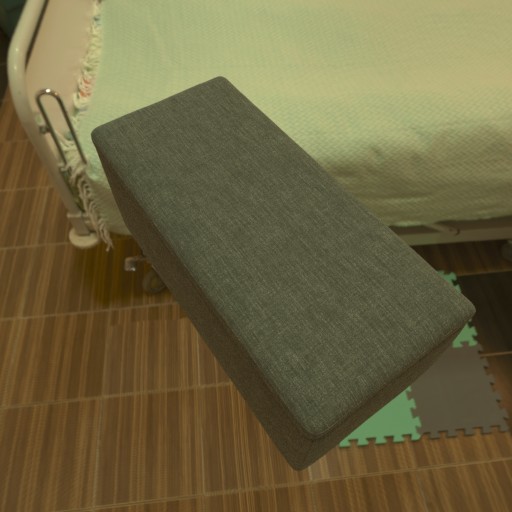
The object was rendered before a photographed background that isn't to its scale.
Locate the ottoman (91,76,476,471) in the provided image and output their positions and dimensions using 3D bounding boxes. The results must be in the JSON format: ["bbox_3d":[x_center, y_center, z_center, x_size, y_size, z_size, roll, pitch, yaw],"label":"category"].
[{"bbox_3d":[0.000,0.000,1.114,0.419,0.432,0.902,-30,61,-19],"label":"ottoman"}]
